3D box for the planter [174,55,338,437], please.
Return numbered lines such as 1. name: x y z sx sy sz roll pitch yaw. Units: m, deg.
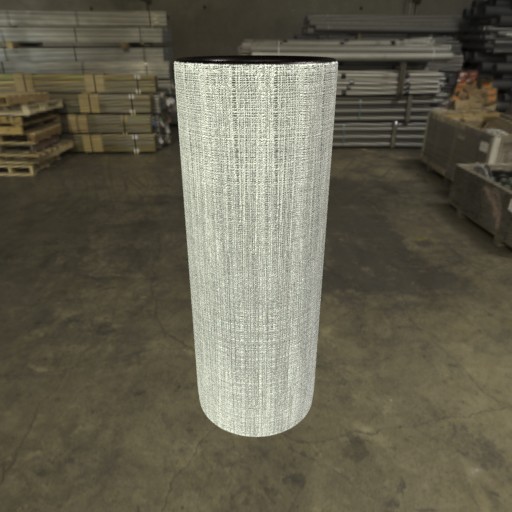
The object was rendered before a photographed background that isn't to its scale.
1. planter: 0.000 0.000 0.331 0.100 0.270 0.100 -1 26 -1
